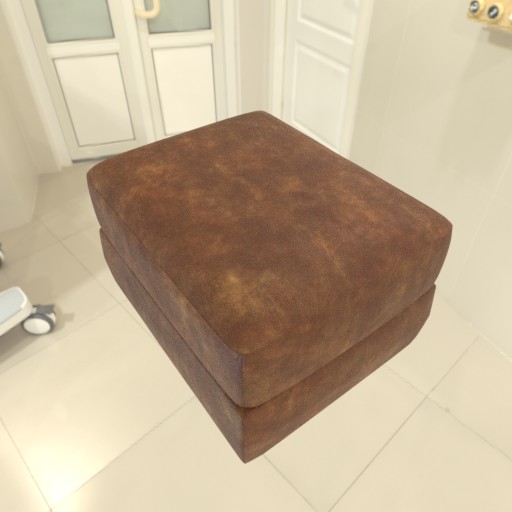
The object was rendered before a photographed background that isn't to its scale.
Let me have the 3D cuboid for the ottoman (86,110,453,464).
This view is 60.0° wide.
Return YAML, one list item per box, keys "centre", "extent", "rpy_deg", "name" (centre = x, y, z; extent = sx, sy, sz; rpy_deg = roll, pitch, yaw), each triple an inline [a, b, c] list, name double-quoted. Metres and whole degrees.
- centre: [0.000, 0.000, 1.170]
  extent: [0.603, 0.476, 0.751]
  rpy_deg: [-27, 49, -26]
  name: "ottoman"
